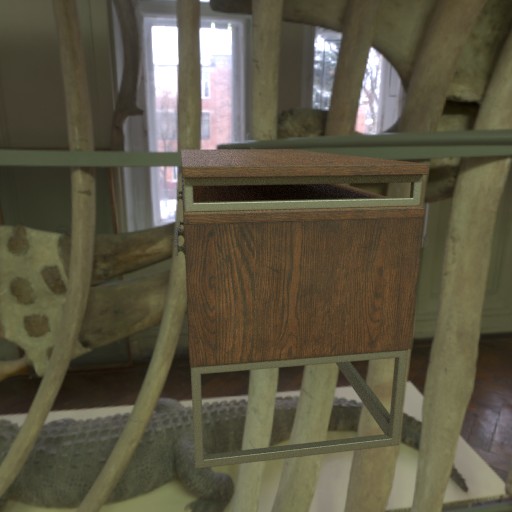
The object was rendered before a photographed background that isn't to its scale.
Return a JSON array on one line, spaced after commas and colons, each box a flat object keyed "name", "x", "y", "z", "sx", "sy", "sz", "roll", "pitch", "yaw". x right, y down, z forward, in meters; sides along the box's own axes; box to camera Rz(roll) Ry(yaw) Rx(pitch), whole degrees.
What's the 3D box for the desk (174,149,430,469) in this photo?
[{"name": "desk", "x": 0.000, "y": 0.000, "z": 1.769, "sx": 0.610, "sy": 0.792, "sz": 1.384, "roll": -2, "pitch": 15, "yaw": -9}]
